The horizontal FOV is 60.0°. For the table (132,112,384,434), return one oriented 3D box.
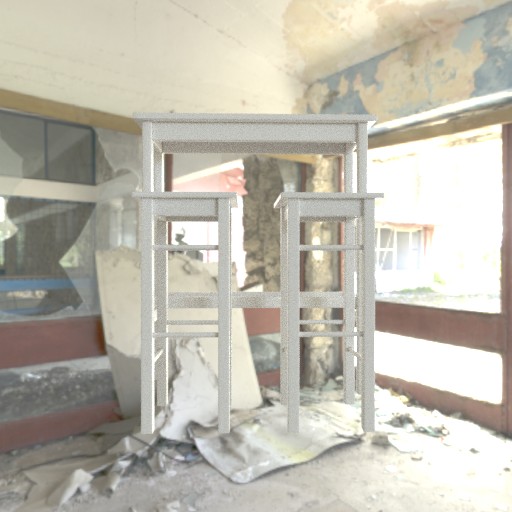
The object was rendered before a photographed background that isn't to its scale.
[{"bbox_3d":[0.000,0.000,1.644,0.915,1.065,0.650,0,0,-2],"label":"table"}]
